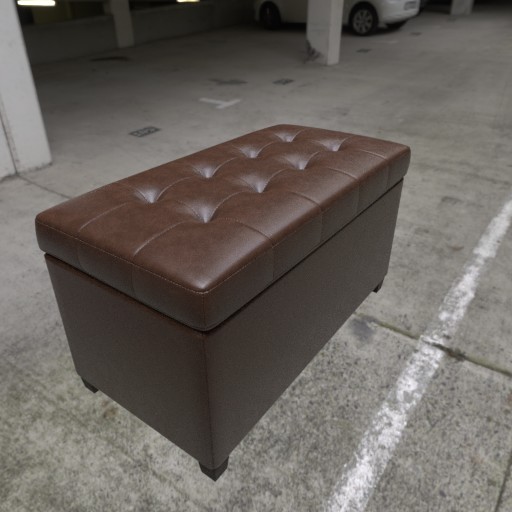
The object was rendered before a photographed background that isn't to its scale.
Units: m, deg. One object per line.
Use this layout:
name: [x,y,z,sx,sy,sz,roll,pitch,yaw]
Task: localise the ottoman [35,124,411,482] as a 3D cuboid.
ottoman: [0.000,0.000,1.098,0.432,0.470,0.838,20,36,31]
